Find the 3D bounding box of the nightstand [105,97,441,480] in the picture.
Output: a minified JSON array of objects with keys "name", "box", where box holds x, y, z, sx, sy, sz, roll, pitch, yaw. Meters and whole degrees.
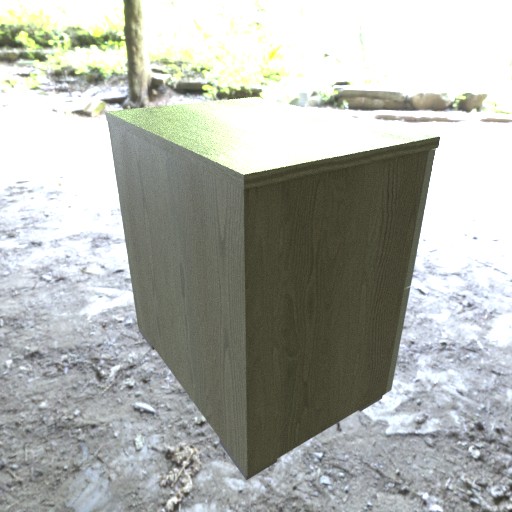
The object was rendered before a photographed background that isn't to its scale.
[{"name":"nightstand","box":[0.000,0.000,0.781,0.325,0.461,0.442,-17,32,-30]}]
